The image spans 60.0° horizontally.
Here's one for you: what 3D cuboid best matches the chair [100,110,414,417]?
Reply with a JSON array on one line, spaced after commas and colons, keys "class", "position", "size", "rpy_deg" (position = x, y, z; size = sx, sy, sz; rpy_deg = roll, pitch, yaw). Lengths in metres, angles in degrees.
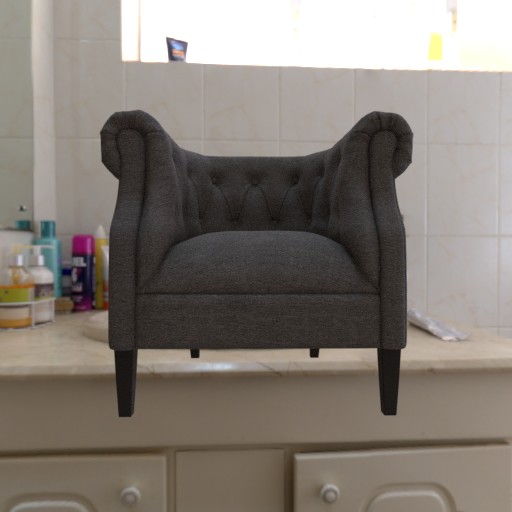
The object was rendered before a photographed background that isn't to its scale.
[{"class": "chair", "position": [0.000, 0.000, 1.534], "size": [0.905, 0.827, 0.852], "rpy_deg": [0, 0, -1]}]
